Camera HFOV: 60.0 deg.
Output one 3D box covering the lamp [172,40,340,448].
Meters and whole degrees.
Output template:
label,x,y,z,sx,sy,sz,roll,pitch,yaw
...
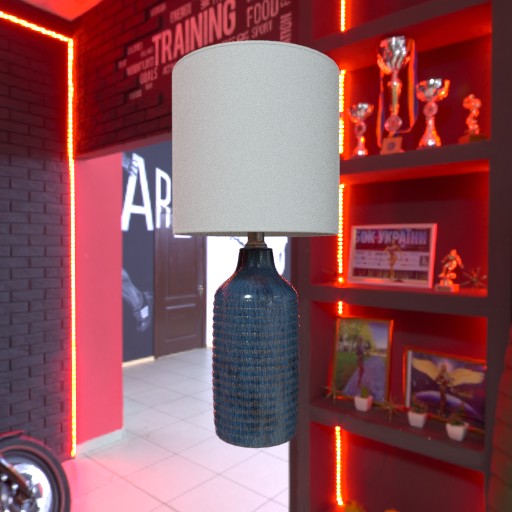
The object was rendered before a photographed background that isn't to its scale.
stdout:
label,x,y,z,sx,sy,sz,roll,pitch,yaw
lamp,0.000,0.000,0.598,0.220,0.475,0.220,0,1,-17
